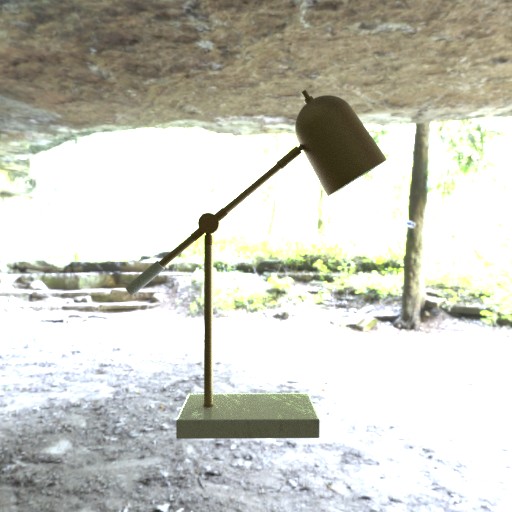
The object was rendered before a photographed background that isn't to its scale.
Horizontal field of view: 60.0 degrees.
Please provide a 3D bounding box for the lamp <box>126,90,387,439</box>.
[{"bbox_3d":[0.000,0.000,0.805,0.471,0.603,0.144,0,0,-1],"label":"lamp"}]
